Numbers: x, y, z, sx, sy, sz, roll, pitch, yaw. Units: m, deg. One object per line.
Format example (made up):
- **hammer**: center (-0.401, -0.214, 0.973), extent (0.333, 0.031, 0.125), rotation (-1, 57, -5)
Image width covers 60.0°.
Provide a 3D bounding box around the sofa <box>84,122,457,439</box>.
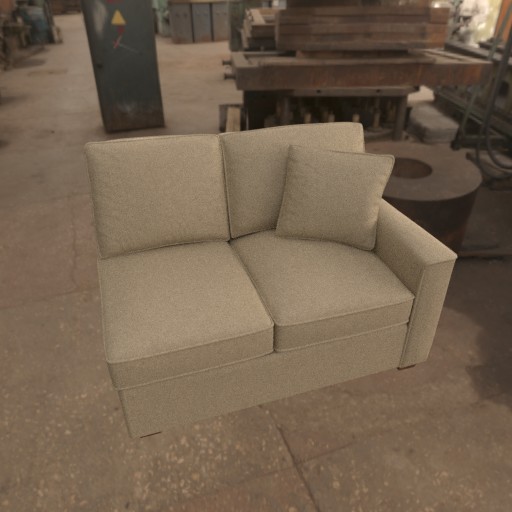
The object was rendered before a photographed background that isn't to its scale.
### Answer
- **sofa**: center (0.000, 0.000, 2.031), extent (1.388, 0.989, 0.991), rotation (-10, 33, -15)
